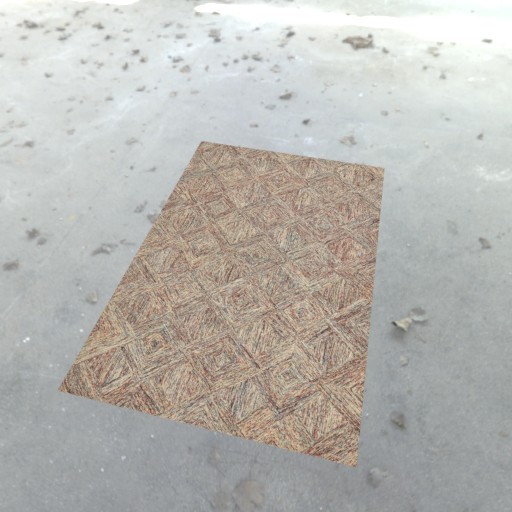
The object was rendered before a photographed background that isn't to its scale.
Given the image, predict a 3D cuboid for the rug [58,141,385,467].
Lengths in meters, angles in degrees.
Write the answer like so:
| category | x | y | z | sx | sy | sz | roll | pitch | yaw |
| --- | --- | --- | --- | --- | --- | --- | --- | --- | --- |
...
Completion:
| category | x | y | z | sx | sy | sz | roll | pitch | yaw |
| --- | --- | --- | --- | --- | --- | --- | --- | --- | --- |
| rug | 0.000 | 0.000 | 2.885 | 1.523 | 0.019 | 2.285 | 11 | 49 | 9 |
